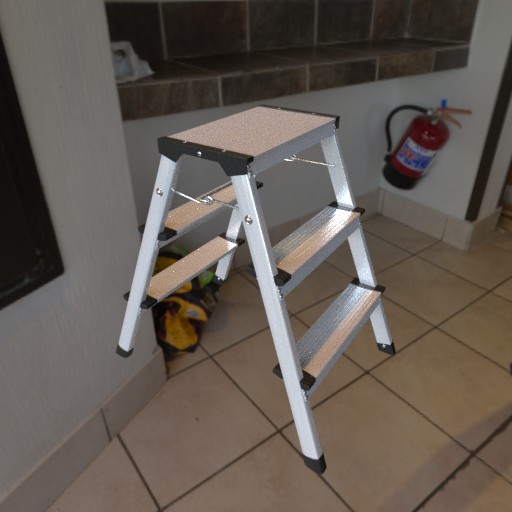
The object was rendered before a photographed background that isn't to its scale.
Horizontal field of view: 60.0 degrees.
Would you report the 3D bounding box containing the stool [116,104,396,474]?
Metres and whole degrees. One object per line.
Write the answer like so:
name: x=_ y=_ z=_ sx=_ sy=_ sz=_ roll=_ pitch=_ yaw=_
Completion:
stool: x=0.000 y=0.000 z=1.039 sx=0.622 sy=0.605 sz=0.437 roll=20 pitch=36 yaw=29
